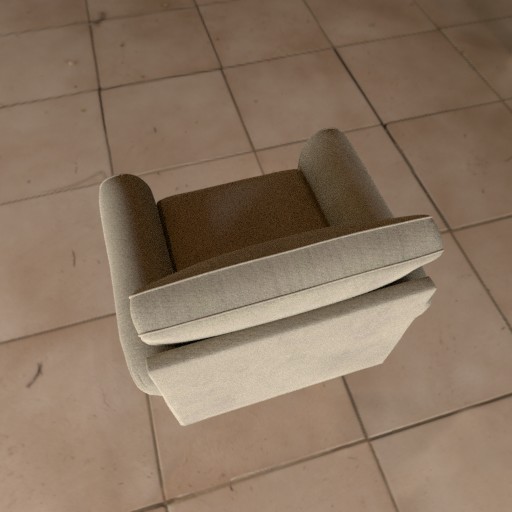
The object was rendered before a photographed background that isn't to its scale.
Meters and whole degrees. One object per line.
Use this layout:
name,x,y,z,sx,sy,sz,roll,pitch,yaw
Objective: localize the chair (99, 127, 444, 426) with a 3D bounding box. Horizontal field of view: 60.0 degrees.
chair,0.000,0.000,1.848,1.147,1.044,0.939,-15,59,-9
